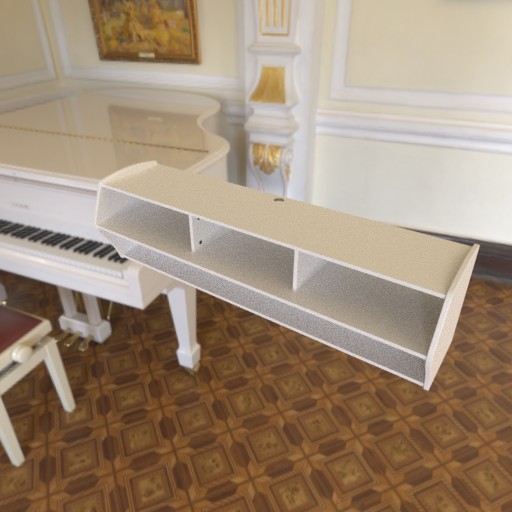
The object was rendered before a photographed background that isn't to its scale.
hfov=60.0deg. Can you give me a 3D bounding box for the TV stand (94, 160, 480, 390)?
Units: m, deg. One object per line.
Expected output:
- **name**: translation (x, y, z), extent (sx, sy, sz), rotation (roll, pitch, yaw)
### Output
- **TV stand**: translation (0.000, 0.000, 1.741), extent (1.473, 0.424, 0.397), rotation (19, 36, 30)
